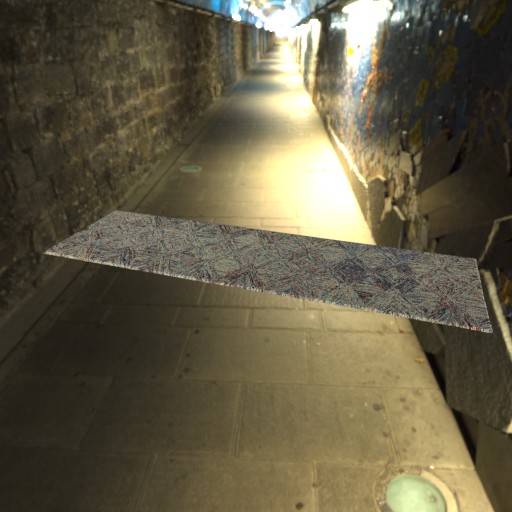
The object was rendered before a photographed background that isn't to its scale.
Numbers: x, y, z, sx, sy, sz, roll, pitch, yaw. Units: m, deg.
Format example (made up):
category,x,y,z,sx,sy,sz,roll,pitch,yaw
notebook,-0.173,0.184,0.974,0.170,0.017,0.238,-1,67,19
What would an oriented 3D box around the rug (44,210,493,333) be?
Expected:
category,x,y,z,sx,sy,sz,roll,pitch,yaw
rug,0.000,0.000,2.442,2.292,0.015,0.688,9,28,17
